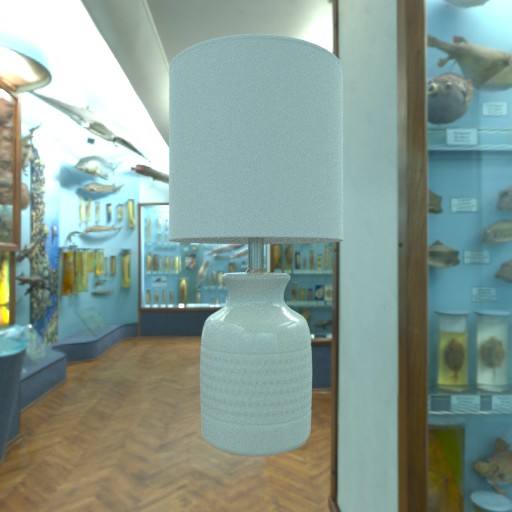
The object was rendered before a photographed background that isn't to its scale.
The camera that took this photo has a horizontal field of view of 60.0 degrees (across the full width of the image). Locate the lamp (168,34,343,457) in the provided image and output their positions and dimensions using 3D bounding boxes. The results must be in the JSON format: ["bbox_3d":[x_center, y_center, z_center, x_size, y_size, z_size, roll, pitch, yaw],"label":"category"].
[{"bbox_3d":[0.000,0.000,0.485,0.188,0.392,0.188,0,0,-1],"label":"lamp"}]
